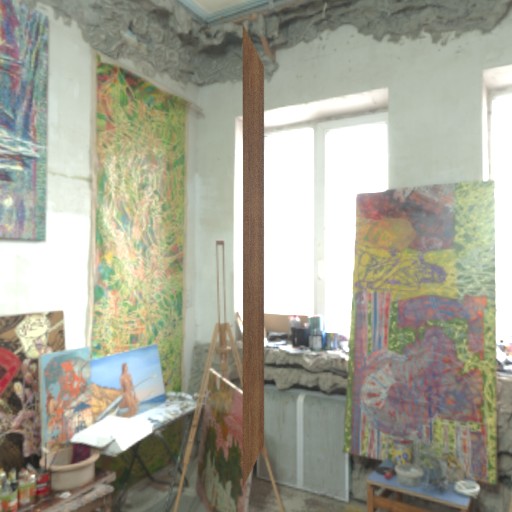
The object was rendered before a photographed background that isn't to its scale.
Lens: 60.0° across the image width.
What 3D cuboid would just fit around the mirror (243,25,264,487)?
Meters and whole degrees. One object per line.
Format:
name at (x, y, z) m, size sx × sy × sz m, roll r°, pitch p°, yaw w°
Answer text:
mirror at (0.000, 0.000, 1.288) m, size 0.047 × 1.010 × 0.651 m, roll 0°, pitch 0°, yaw 1°
